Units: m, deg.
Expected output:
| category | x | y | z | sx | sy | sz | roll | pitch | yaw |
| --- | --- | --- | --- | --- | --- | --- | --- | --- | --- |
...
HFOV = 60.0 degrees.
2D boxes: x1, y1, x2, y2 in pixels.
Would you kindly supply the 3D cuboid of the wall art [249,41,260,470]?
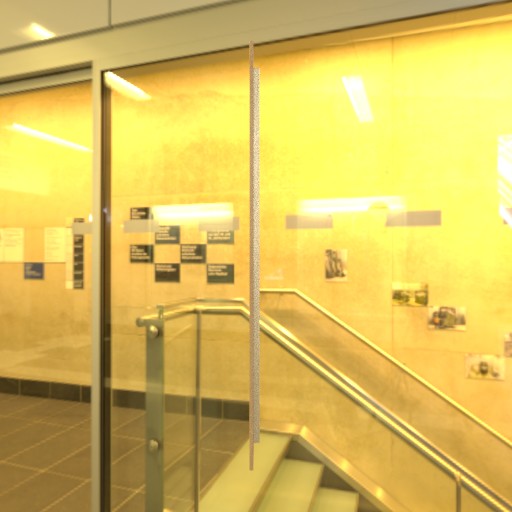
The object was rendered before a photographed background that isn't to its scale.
| category | x | y | z | sx | sy | sz | roll | pitch | yaw |
| --- | --- | --- | --- | --- | --- | --- | --- | --- | --- |
| wall art | 0.000 | 0.000 | 1.684 | 0.025 | 1.067 | 1.168 | 0 | 0 | 0 |
